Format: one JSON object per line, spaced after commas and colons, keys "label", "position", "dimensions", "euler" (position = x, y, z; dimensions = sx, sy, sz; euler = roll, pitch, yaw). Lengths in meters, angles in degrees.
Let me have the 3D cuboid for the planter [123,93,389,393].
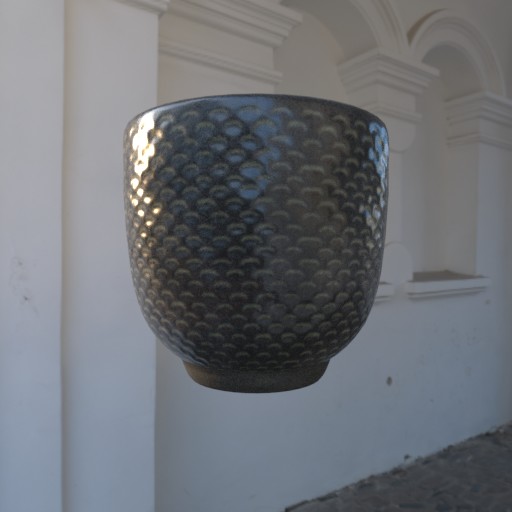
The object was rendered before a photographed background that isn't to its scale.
{"label": "planter", "position": [0.000, 0.000, 0.299], "dimensions": [0.172, 0.160, 0.172], "euler": [0, 0, 0]}
